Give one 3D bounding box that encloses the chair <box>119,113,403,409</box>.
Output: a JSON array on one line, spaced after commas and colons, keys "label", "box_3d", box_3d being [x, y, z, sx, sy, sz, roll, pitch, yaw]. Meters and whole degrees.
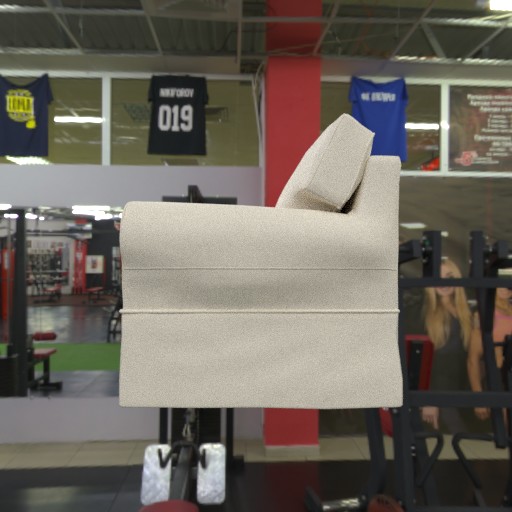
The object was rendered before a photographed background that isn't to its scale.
[{"label": "chair", "box_3d": [0.000, 0.000, 1.865, 0.904, 0.958, 1.099, 0, 0, 0]}]
